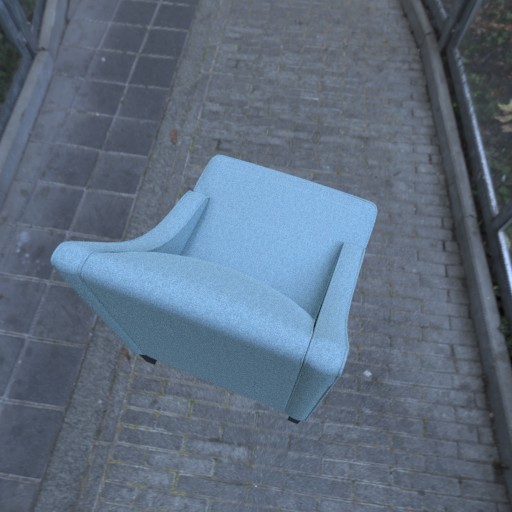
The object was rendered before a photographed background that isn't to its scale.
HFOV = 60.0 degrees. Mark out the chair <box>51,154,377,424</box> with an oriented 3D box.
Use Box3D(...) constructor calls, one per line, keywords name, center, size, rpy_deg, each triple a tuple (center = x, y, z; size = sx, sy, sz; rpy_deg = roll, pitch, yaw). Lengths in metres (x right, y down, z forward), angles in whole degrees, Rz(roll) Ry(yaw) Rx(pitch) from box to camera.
Box3D(name="chair", center=(0.000, 0.000, 1.868), size=(0.857, 1.133, 1.025), rpy_deg=(19, 64, 10))
